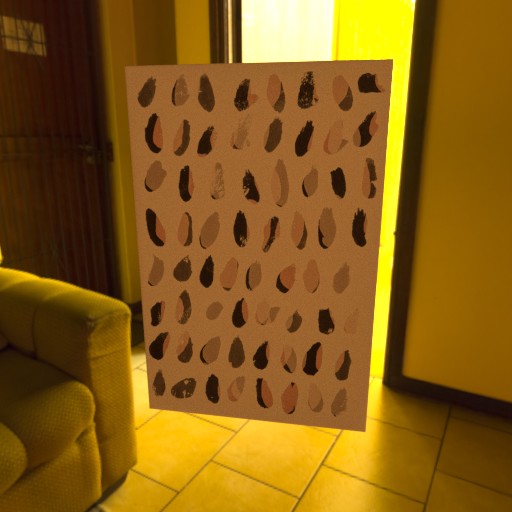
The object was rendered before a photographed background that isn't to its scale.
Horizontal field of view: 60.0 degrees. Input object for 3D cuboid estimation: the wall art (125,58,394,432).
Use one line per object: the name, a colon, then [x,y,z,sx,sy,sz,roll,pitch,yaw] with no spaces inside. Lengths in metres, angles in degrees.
wall art: [0.000,0.000,0.478,0.252,0.381,0.039,3,16,10]
